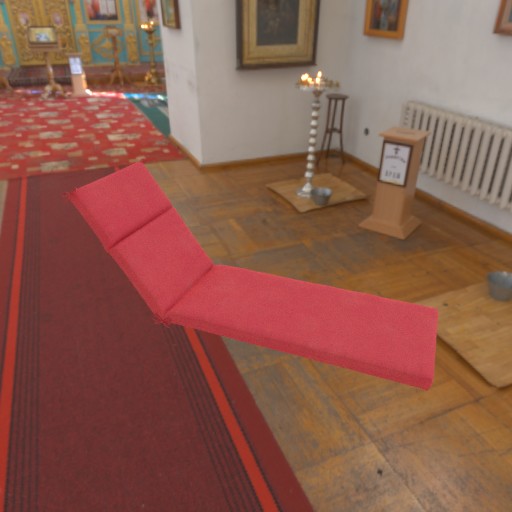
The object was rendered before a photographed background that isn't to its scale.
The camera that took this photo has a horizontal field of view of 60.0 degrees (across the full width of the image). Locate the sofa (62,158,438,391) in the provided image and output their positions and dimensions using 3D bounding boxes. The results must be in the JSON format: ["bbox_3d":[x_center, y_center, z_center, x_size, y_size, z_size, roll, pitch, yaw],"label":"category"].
[{"bbox_3d":[0.000,0.000,2.049,1.663,0.622,0.582,11,30,19],"label":"sofa"}]
